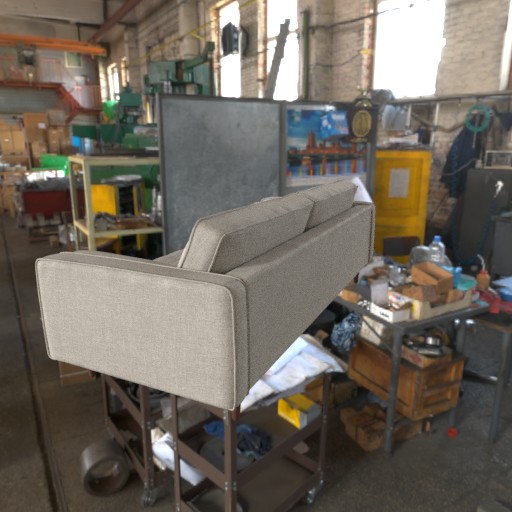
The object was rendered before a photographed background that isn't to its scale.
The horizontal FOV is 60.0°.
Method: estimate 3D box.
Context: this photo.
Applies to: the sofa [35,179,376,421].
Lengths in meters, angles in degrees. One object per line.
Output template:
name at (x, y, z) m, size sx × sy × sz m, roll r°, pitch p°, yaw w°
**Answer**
sofa at (0.000, 0.000, 2.547) m, size 0.914 × 0.762 × 2.211 m, roll 7°, pitch 16°, yaw 25°
